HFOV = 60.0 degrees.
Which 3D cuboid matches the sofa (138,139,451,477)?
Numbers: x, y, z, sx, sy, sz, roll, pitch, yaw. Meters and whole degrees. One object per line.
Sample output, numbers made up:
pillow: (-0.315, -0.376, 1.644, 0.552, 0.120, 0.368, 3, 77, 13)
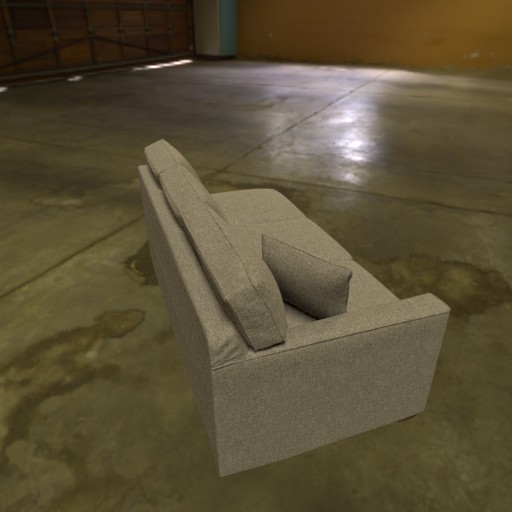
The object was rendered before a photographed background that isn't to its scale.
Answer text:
sofa: (0.000, 0.000, 2.519, 1.034, 0.946, 1.963, -10, 30, -17)
